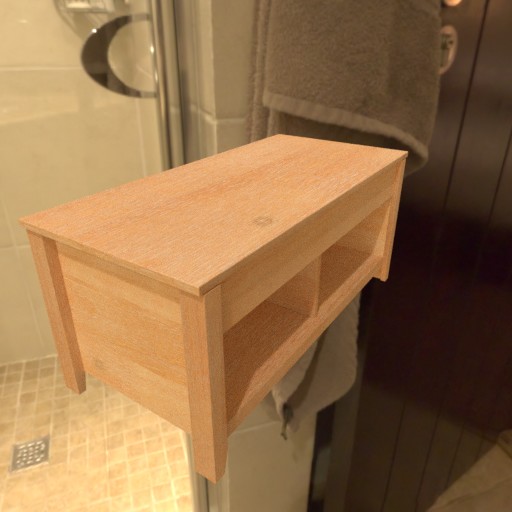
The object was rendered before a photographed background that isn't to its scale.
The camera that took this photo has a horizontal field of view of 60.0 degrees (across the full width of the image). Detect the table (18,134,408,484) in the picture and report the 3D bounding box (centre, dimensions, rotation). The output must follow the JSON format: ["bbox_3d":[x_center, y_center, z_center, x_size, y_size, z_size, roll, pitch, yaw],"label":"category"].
[{"bbox_3d":[0.000,0.000,1.259,0.483,0.457,1.016,17,31,30],"label":"table"}]
